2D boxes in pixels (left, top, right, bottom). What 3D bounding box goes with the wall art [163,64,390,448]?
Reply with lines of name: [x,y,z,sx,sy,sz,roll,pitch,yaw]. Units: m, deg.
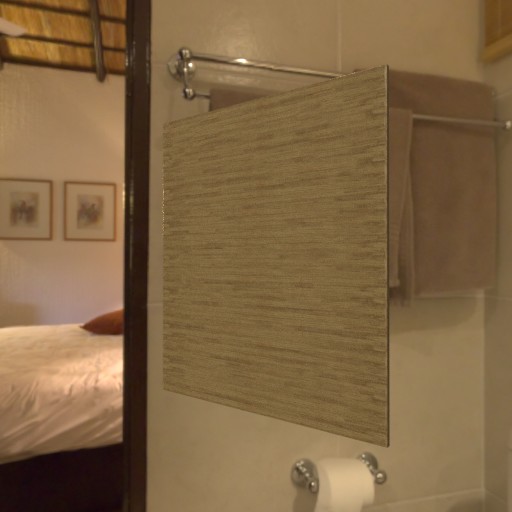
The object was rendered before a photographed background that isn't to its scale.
wall art: [0.000,0.000,0.792,0.483,0.559,0.009,0,0,37]
